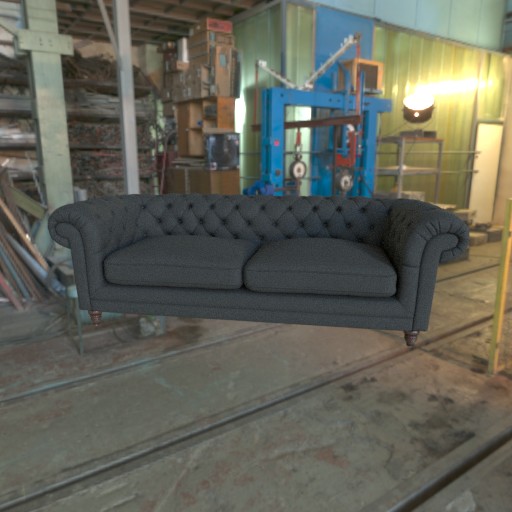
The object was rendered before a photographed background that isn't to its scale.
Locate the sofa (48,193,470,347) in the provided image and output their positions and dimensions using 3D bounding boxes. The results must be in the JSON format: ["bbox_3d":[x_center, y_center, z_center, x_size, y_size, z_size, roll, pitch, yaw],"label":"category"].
[{"bbox_3d":[0.000,0.000,2.919,2.362,0.762,0.991,2,13,9],"label":"sofa"}]
